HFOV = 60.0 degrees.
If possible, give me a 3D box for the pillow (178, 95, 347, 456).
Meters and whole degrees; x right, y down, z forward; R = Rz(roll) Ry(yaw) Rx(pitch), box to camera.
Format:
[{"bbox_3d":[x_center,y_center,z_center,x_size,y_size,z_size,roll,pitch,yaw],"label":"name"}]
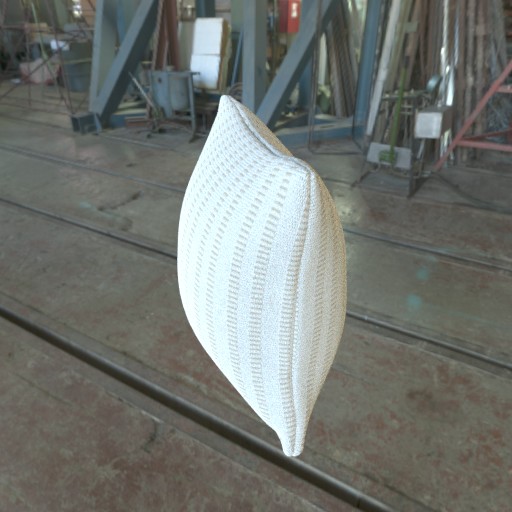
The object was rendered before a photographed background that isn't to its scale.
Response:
[{"bbox_3d":[0.000,0.000,0.700,0.247,0.419,0.438,-7,31,-12],"label":"pillow"}]
